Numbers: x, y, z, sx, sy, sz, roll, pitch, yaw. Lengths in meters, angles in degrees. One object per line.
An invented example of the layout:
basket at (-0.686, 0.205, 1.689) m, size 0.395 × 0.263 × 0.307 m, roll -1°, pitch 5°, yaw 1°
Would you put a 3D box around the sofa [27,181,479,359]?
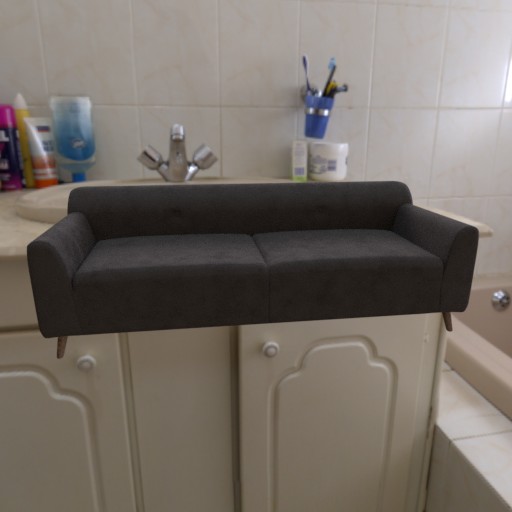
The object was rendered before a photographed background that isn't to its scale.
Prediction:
sofa at (0.000, 0.000, 2.579) m, size 2.190 × 0.740 × 0.900 m, roll -2°, pitch 17°, yaw -8°
